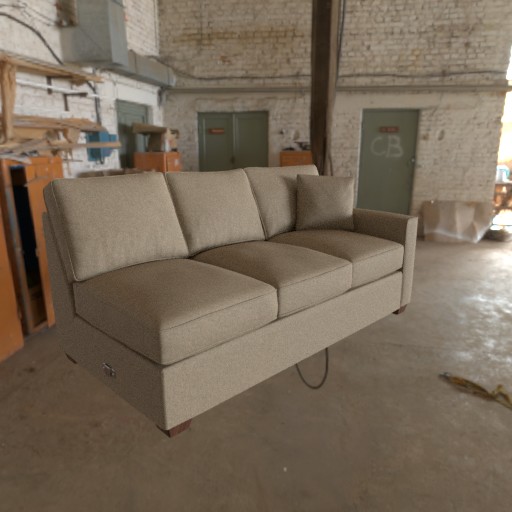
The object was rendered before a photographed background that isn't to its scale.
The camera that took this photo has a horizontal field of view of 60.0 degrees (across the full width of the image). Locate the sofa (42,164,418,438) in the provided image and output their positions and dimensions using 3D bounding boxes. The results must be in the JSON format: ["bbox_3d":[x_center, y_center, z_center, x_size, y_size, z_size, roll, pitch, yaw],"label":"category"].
[{"bbox_3d":[0.000,0.000,2.522,1.963,0.946,1.034,-14,20,-43],"label":"sofa"}]
